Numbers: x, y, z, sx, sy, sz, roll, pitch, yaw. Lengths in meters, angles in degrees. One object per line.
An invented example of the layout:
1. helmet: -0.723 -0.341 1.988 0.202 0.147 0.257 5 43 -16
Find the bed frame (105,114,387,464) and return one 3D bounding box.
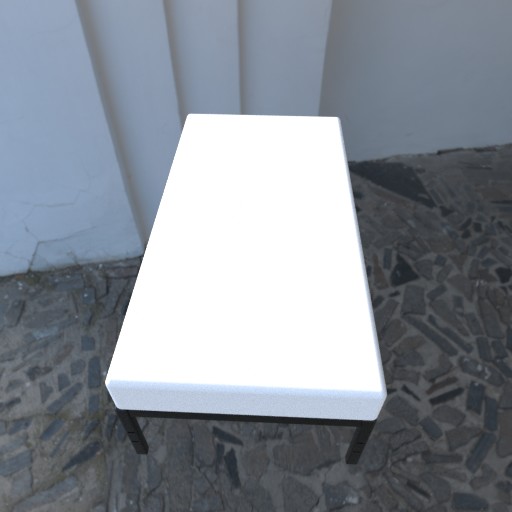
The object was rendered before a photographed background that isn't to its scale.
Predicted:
1. bed frame: 0.000 0.000 2.457 1.023 0.659 1.950 2 46 2
